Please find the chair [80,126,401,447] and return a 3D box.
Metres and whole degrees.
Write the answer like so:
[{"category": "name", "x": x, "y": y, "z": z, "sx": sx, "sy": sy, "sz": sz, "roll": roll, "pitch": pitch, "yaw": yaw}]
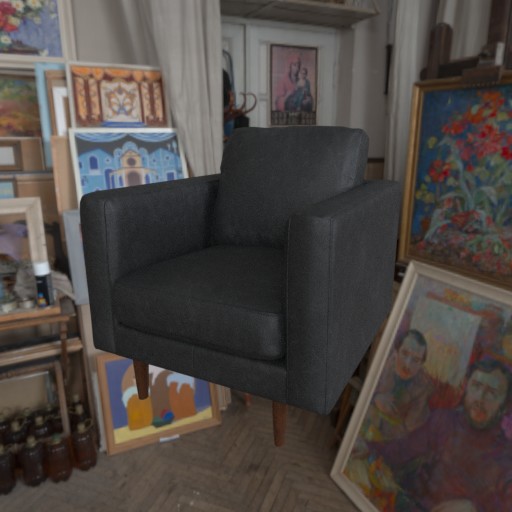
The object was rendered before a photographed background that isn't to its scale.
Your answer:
[{"category": "chair", "x": 0.000, "y": 0.000, "z": 1.574, "sx": 0.831, "sy": 0.898, "sz": 0.879, "roll": 8, "pitch": 17, "yaw": 26}]
